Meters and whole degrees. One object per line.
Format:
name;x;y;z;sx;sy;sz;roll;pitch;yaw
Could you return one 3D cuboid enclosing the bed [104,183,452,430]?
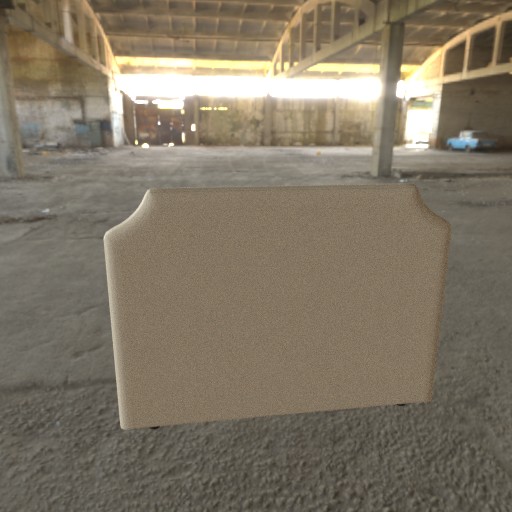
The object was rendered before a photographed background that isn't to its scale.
bed;0.000;0.000;3.885;2.134;1.524;2.548;-2;16;-8
